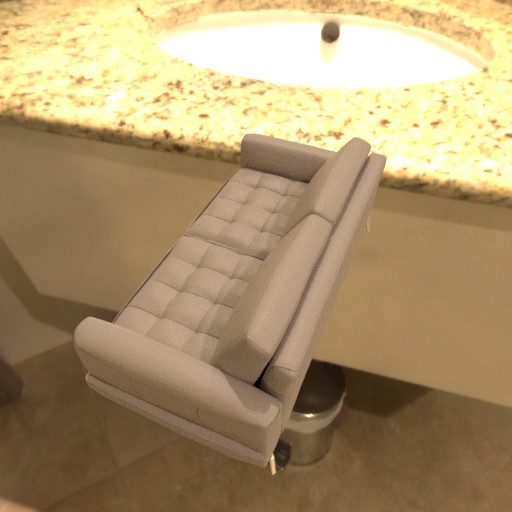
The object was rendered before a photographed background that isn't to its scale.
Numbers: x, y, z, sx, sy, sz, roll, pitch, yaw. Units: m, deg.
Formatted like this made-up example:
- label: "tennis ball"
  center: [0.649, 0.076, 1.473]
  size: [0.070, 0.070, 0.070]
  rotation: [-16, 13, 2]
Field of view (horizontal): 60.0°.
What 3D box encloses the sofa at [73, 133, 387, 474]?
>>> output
- label: "sofa"
  center: [0.000, 0.000, 2.760]
  size: [1.121, 0.930, 2.177]
  rotation: [18, 48, 16]
